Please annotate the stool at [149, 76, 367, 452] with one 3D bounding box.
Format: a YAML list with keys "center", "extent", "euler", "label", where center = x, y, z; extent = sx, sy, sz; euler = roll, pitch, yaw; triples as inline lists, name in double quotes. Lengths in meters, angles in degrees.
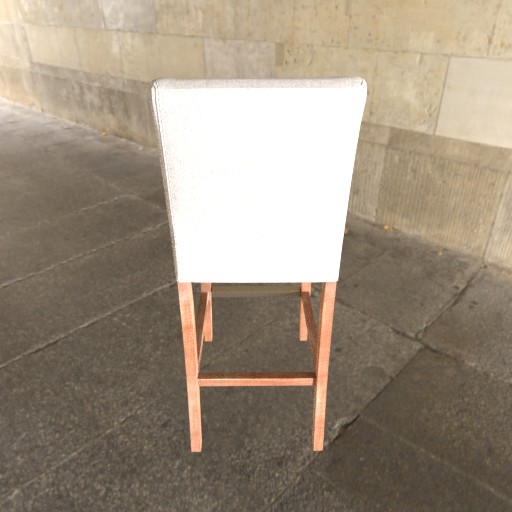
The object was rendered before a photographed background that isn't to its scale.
- center: [0.000, 0.000, 1.349]
  extent: [0.439, 1.088, 0.570]
  euler: [0, 30, -1]
  label: "stool"
